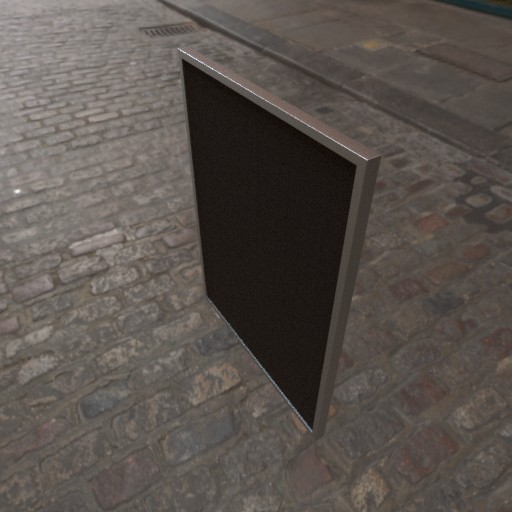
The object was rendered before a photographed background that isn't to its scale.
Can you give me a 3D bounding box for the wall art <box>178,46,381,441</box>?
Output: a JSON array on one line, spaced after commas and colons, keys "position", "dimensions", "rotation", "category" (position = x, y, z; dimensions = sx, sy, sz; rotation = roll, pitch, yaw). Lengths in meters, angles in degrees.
[{"position": [0.000, 0.000, 1.414], "dimensions": [0.037, 1.062, 0.801], "rotation": [-23, 46, -24], "category": "wall art"}]
